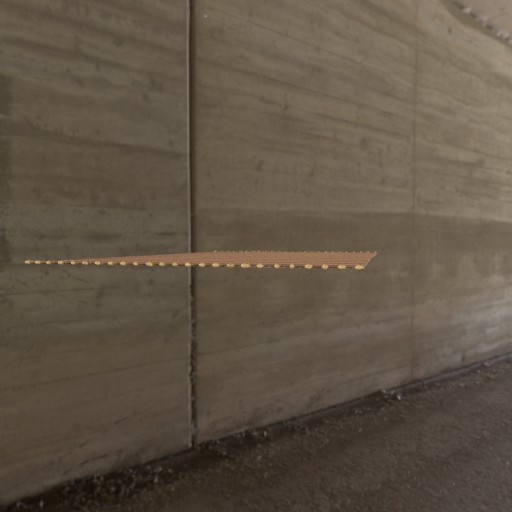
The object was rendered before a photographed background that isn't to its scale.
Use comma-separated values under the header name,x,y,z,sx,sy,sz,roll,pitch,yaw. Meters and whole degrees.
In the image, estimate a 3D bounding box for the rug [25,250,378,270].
name,x,y,z,sx,sy,sz,roll,pitch,yaw
rug,0.000,0.000,3.018,1.556,0.022,2.433,1,2,17
